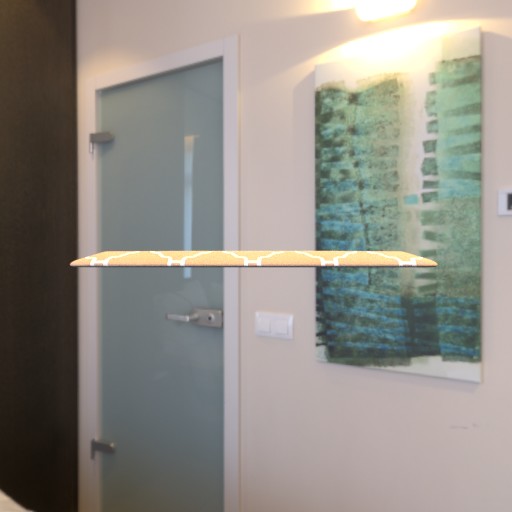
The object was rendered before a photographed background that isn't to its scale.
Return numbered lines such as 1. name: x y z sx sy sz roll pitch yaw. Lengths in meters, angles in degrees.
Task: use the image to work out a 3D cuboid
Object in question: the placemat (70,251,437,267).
1. placemat: 0.000 0.000 0.962 0.508 0.021 0.762 0 1 1
